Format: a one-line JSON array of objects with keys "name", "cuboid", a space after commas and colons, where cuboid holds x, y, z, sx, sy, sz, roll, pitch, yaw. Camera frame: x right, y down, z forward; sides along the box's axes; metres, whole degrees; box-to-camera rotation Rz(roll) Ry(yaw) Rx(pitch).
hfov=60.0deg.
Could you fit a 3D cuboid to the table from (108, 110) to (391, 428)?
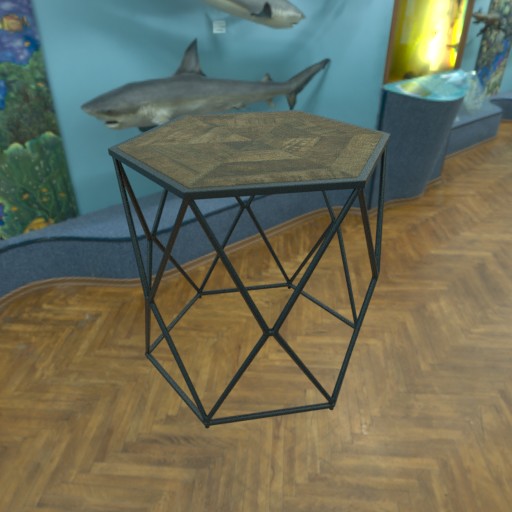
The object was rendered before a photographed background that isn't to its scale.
[{"name": "table", "cuboid": [0.000, 0.000, 1.068, 0.579, 0.564, 0.578, -23, 38, -33]}]
